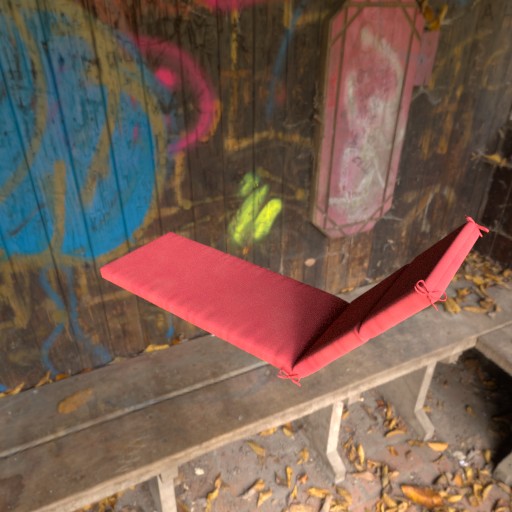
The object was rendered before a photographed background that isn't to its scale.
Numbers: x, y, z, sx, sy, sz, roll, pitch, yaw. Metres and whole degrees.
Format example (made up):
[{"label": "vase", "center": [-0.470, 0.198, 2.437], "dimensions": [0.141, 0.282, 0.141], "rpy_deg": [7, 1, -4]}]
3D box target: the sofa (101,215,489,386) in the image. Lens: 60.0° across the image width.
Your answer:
[{"label": "sofa", "center": [0.000, 0.000, 1.948], "dimensions": [1.663, 0.622, 0.582], "rpy_deg": [20, 36, 30]}]
